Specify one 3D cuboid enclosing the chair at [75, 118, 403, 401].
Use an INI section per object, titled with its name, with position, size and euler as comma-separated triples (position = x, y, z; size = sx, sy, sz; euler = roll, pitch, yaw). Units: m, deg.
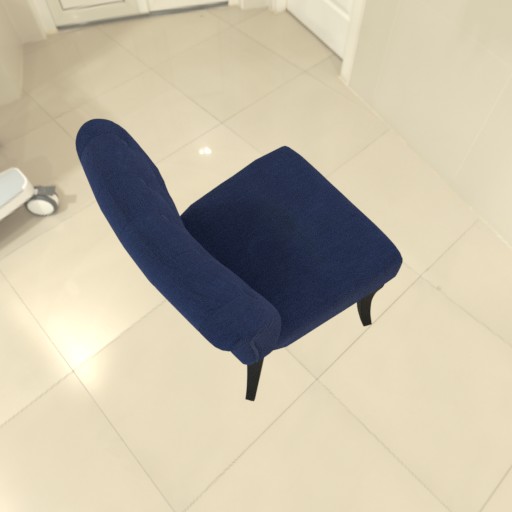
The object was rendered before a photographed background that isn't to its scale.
[chair]
position = 0.000, 0.000, 1.175
size = 0.606, 0.753, 0.585
euler = -32, 63, -18
